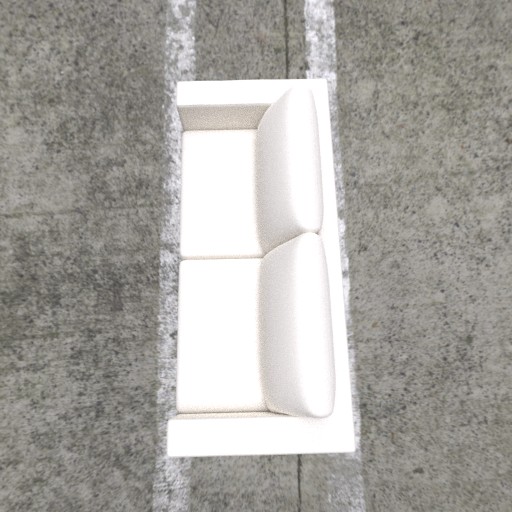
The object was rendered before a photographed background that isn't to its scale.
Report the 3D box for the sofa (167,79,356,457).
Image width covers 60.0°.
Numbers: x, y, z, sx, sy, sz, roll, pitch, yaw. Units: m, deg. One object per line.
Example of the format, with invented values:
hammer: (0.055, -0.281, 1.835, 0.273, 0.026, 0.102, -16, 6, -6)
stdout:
sofa: (0.000, 0.000, 2.645, 0.954, 0.881, 2.163, -1, 75, 0)
